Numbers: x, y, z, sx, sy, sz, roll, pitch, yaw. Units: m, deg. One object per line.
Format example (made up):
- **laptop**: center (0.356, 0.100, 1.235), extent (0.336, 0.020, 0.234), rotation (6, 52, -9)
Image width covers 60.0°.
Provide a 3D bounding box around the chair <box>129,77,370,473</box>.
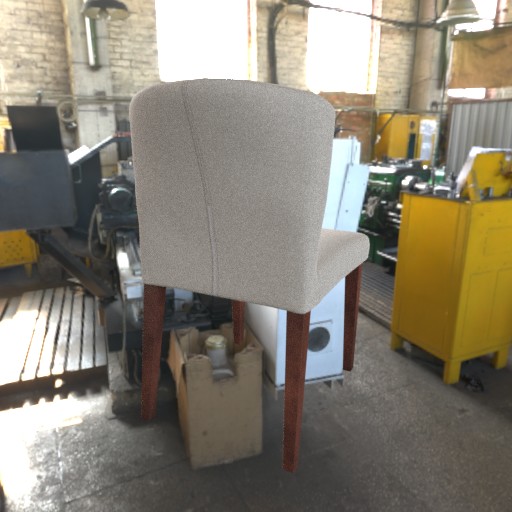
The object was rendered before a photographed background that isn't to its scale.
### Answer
- **chair**: center (0.000, 0.000, 1.192), extent (0.491, 0.839, 0.592), rotation (8, 18, 26)
